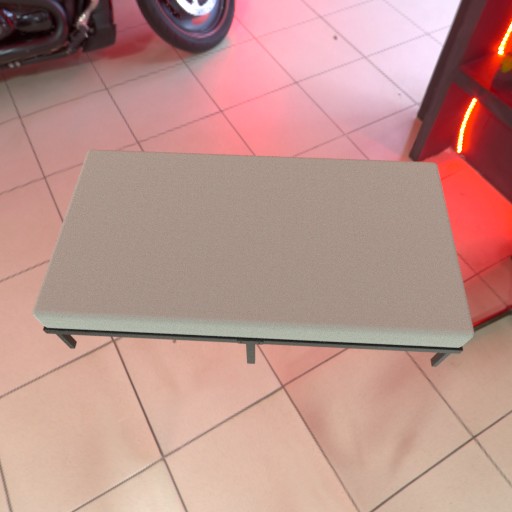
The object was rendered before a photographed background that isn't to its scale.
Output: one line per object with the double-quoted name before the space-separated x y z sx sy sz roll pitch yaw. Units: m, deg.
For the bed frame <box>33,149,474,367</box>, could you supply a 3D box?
"bed frame" 0.000 0.000 3.220 2.635 0.680 1.393 3 58 2
